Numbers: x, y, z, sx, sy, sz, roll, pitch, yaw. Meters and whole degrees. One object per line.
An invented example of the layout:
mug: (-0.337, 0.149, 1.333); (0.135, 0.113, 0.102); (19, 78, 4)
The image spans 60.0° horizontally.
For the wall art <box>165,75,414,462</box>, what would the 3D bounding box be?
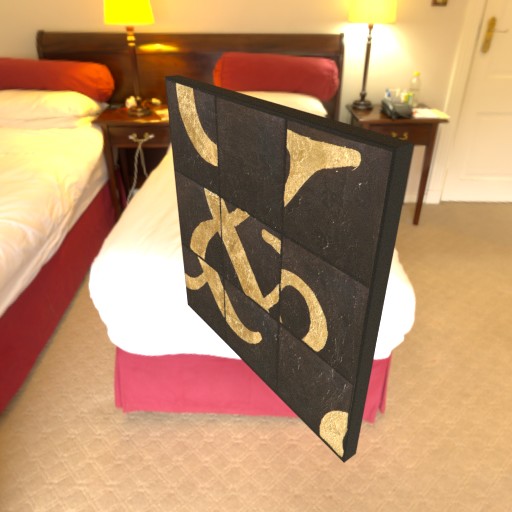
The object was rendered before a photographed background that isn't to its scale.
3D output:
wall art: (0.000, 0.000, 1.121); (0.044, 0.758, 0.758); (-21, 37, -31)
